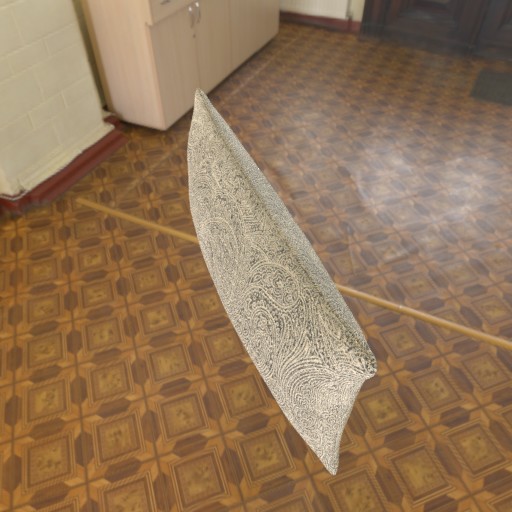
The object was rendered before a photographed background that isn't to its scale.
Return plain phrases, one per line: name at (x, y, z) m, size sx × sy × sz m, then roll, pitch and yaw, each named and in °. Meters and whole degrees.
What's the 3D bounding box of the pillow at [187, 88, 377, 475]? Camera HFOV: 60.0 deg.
pillow at (0.000, 0.000, 0.708) m, size 0.151 × 0.295 × 0.615 m, roll -15°, pitch 47°, yaw -14°
